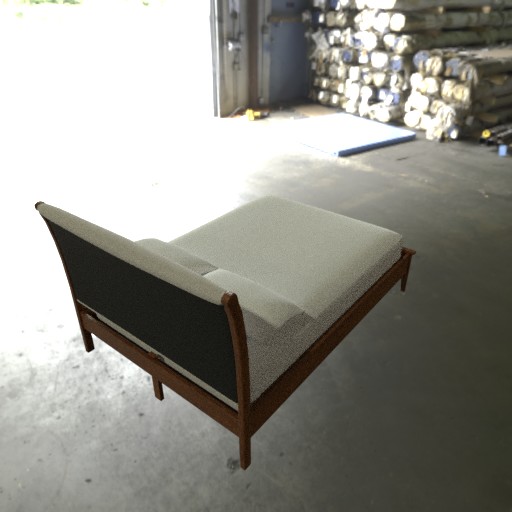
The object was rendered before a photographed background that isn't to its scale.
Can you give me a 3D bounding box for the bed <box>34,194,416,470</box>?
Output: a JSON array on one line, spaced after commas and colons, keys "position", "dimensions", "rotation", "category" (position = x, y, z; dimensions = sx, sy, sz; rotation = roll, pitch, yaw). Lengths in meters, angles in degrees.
[{"position": [0.000, 0.000, 3.324], "dimensions": [1.612, 1.250, 2.380], "rotation": [22, 37, 33], "category": "bed"}]
